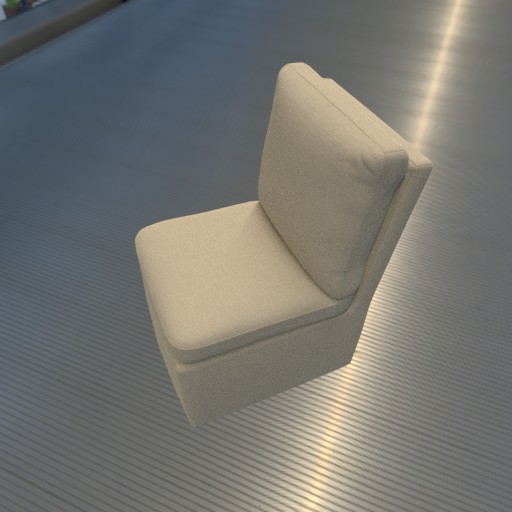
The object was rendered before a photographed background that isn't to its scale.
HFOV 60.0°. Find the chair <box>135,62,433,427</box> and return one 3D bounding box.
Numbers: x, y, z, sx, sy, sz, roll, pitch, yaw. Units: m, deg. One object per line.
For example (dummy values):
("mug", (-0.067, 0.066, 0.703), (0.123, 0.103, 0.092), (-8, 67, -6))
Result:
("chair", (0.000, 0.000, 1.350), (0.698, 0.927, 0.503), (-17, 49, -16))
